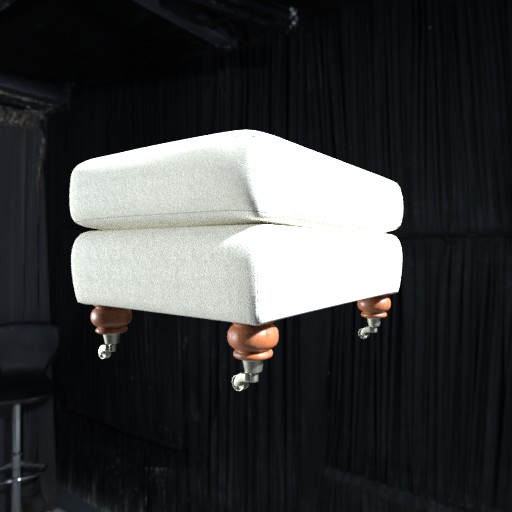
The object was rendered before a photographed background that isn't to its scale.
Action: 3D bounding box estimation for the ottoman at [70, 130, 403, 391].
[{"bbox_3d":[0.000,0.000,1.183,0.569,0.499,0.773,1,1,36],"label":"ottoman"}]
